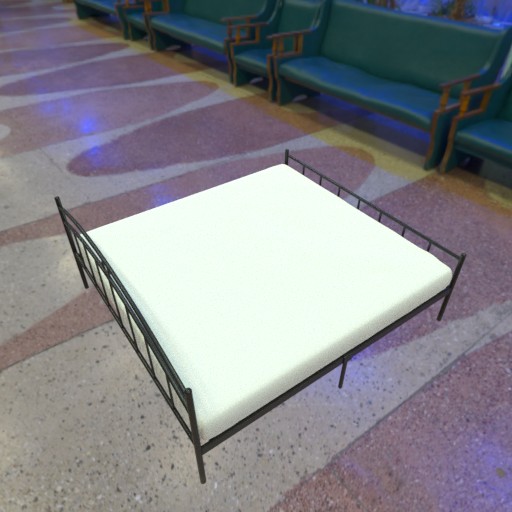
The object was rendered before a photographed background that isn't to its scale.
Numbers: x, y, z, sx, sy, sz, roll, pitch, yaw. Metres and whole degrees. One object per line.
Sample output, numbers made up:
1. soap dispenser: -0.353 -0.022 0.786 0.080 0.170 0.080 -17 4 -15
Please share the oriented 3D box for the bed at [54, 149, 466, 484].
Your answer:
1. bed: 0.000 0.000 3.116 2.040 0.940 1.880 -24 45 -27
